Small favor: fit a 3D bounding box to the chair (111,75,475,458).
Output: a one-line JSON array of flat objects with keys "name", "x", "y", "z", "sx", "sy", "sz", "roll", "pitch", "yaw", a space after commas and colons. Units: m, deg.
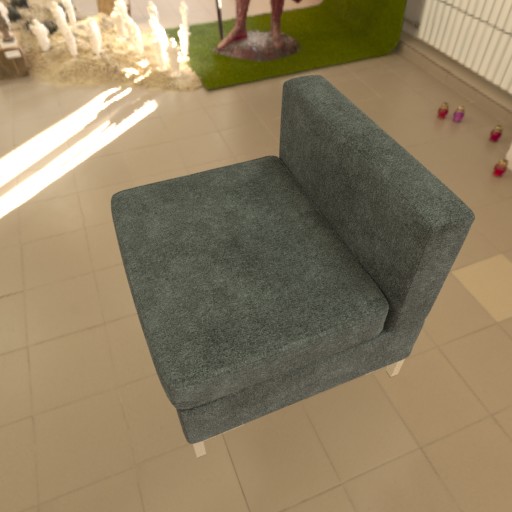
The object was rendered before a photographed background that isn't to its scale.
[{"name": "chair", "x": 0.000, "y": 0.000, "z": 1.209, "sx": 0.680, "sy": 0.660, "sz": 0.680, "roll": -17, "pitch": 49, "yaw": -15}]
